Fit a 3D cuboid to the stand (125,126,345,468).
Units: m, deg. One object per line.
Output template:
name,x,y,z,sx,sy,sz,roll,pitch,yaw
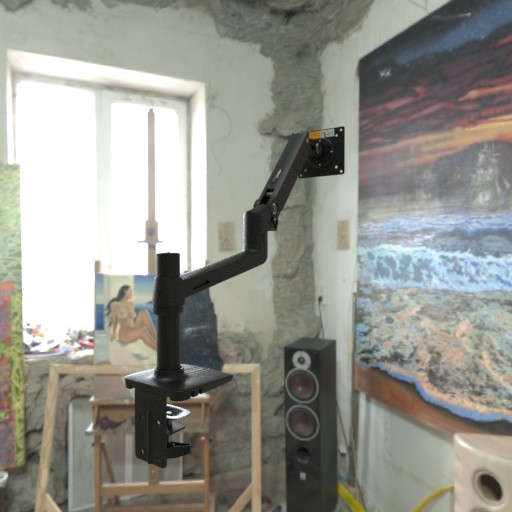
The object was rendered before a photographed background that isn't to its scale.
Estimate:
stand,0.000,0.000,1.022,0.152,0.713,0.650,1,2,35
